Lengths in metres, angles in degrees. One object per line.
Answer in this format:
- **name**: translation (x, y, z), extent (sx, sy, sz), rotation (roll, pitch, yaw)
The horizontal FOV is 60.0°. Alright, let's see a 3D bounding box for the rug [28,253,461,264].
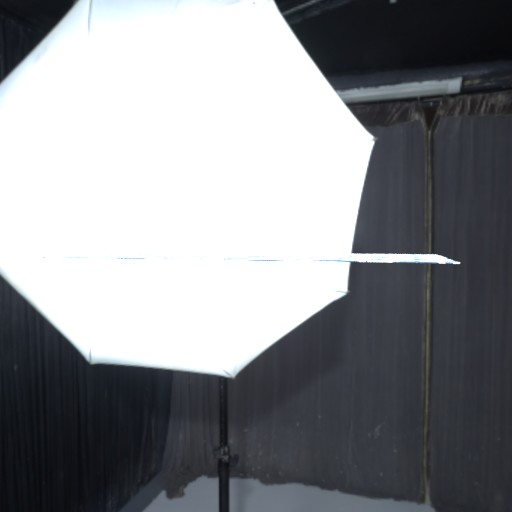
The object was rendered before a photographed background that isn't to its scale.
- **rug**: translation (0.000, 0.000, 2.210), extent (1.755, 0.010, 1.153), rotation (0, 2, 19)
